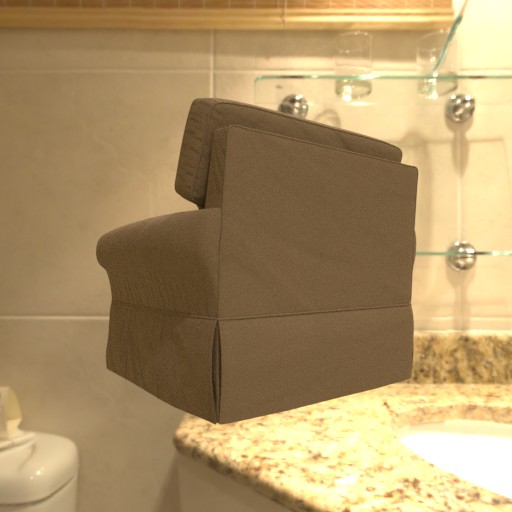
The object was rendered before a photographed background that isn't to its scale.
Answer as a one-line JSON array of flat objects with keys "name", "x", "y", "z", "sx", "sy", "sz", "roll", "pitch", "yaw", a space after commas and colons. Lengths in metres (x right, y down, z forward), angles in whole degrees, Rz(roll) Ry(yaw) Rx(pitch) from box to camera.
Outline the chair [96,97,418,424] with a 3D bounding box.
[{"name": "chair", "x": 0.000, "y": 0.000, "z": 1.916, "sx": 1.135, "sy": 1.017, "sz": 0.988, "roll": 1, "pitch": -2, "yaw": -36}]
